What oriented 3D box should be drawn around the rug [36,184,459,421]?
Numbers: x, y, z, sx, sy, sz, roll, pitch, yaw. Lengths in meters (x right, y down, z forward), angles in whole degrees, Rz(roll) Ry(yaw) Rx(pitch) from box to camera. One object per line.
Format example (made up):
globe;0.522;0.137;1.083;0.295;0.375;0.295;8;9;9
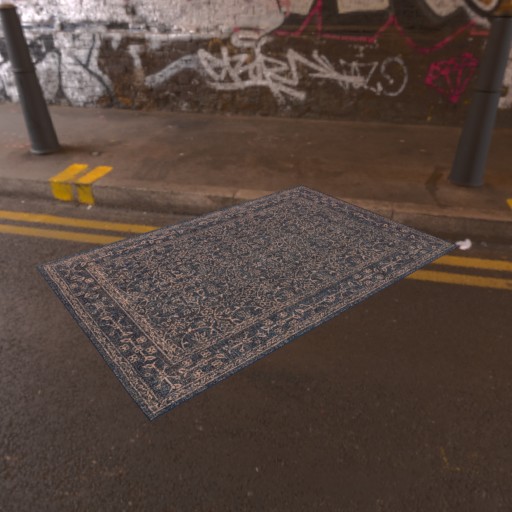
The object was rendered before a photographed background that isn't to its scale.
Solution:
rug;0.000;0.000;2.266;1.819;0.005;1.200;-22;36;-33
